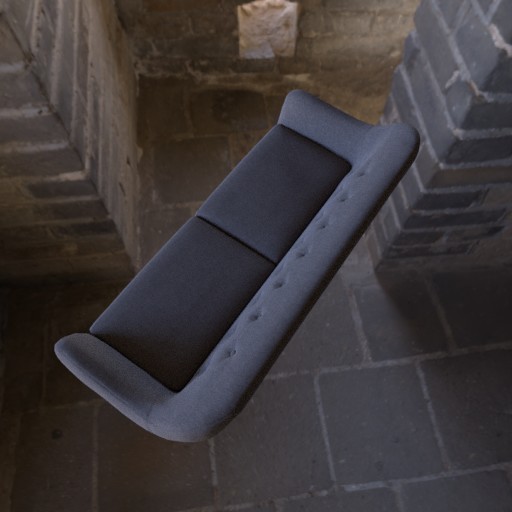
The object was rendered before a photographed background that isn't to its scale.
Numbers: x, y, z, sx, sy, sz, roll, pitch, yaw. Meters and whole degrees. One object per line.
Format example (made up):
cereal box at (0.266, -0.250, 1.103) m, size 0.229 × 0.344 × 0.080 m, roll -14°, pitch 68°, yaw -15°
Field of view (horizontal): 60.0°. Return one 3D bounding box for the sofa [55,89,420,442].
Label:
sofa at (0.000, 0.000, 2.182) m, size 0.820 × 0.820 × 1.840 m, roll 32°, pitch 67°, yaw 15°
